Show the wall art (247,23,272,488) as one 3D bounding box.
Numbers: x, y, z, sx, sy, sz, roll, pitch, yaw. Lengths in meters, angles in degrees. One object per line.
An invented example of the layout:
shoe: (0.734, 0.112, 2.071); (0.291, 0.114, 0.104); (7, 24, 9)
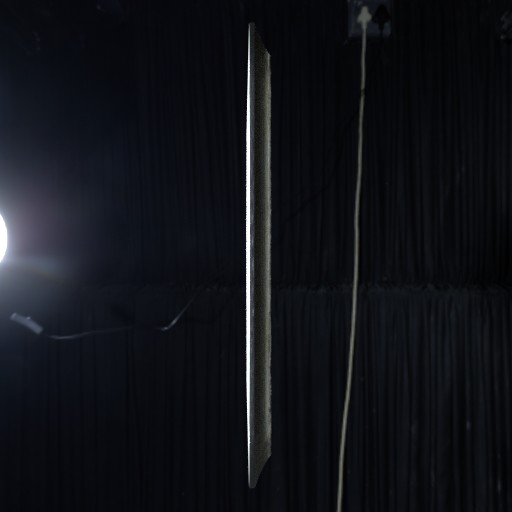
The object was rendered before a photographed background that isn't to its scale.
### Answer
wall art: (0.000, 0.000, 0.625); (0.023, 0.457, 0.381); (0, -1, -2)
